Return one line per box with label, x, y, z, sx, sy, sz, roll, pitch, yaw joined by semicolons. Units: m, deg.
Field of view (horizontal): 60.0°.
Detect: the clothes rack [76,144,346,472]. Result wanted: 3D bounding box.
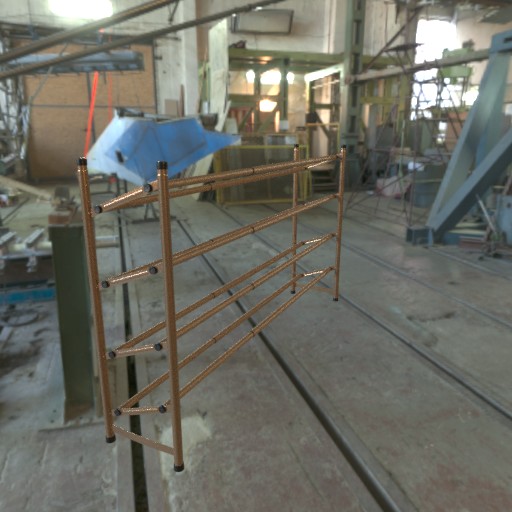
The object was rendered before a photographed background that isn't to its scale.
clothes rack;0.000;0.000;1.432;0.229;0.672;1.168;8;18;26
